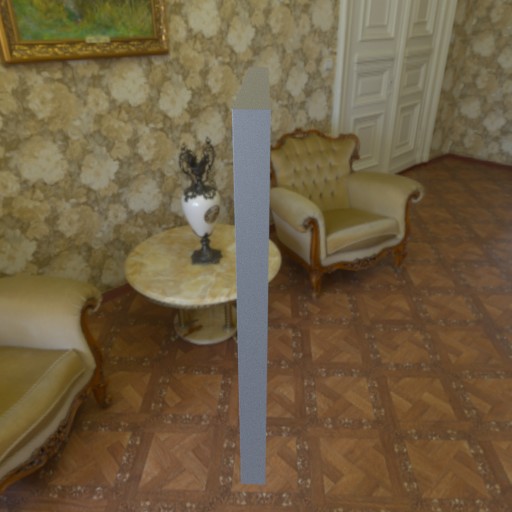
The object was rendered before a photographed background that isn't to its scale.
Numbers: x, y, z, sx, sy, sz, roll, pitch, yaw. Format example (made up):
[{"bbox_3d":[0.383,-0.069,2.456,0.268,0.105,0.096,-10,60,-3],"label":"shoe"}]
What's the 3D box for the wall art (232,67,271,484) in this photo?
[{"bbox_3d":[0.000,0.000,0.752,0.037,0.554,0.453,1,28,1],"label":"wall art"}]
